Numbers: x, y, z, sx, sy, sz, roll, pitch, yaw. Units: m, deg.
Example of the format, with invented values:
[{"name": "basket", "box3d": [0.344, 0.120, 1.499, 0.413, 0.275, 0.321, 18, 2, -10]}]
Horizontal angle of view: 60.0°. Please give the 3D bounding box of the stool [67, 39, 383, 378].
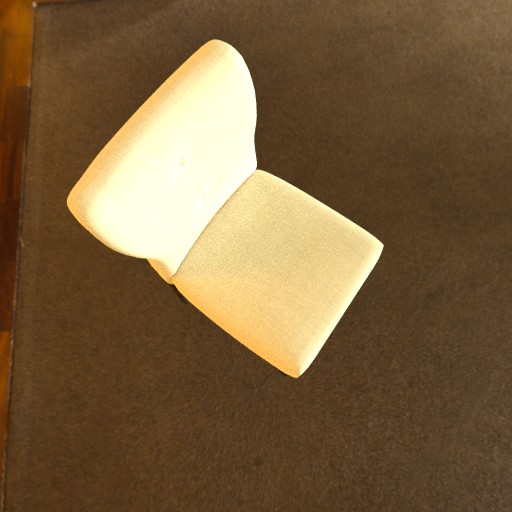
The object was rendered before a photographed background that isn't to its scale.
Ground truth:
[{"name": "stool", "box3d": [0.000, 0.000, 1.323, 0.603, 0.972, 0.514, 34, 76, 10]}]
